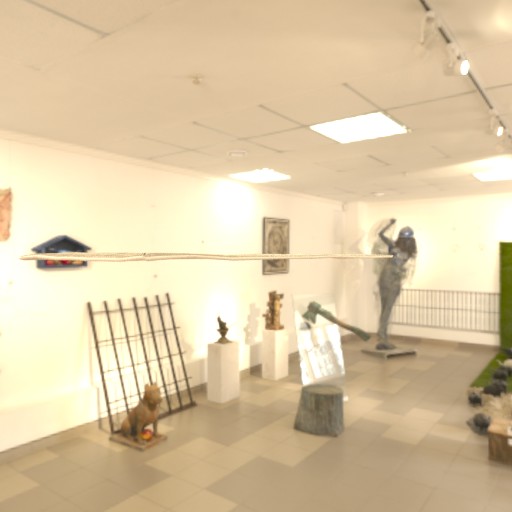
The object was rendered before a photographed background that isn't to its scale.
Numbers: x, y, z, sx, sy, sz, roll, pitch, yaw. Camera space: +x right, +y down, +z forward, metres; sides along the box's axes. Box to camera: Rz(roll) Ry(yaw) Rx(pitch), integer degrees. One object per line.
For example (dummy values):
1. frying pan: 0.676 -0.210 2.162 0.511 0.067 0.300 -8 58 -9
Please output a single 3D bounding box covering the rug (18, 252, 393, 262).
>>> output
1. rug: 0.000 0.000 2.632 0.831 0.036 2.381 0 0 36
